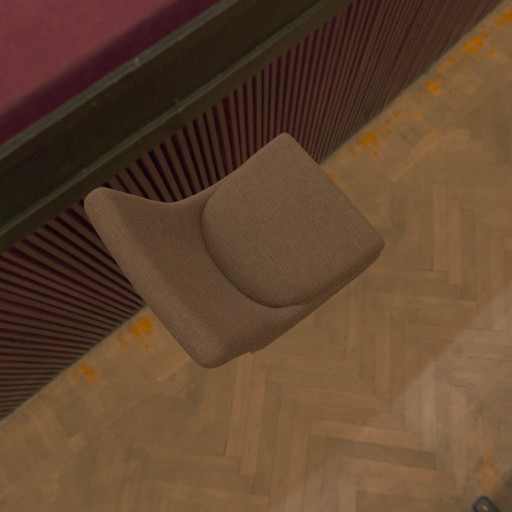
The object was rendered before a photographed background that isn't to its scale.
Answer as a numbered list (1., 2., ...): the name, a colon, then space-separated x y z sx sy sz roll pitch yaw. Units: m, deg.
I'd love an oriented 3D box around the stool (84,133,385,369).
1. stool: 0.000 0.000 1.321 0.577 0.981 0.470 -38 79 -9
